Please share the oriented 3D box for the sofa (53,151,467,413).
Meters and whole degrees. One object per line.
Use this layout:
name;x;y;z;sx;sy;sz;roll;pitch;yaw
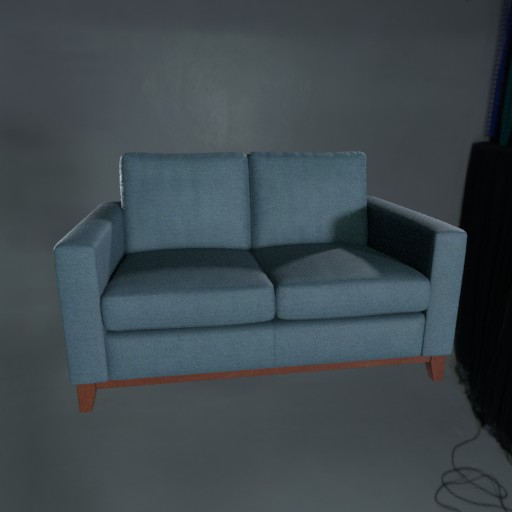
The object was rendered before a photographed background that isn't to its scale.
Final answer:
sofa;0.000;0.000;2.023;1.489;0.903;0.955;-2;16;-8
